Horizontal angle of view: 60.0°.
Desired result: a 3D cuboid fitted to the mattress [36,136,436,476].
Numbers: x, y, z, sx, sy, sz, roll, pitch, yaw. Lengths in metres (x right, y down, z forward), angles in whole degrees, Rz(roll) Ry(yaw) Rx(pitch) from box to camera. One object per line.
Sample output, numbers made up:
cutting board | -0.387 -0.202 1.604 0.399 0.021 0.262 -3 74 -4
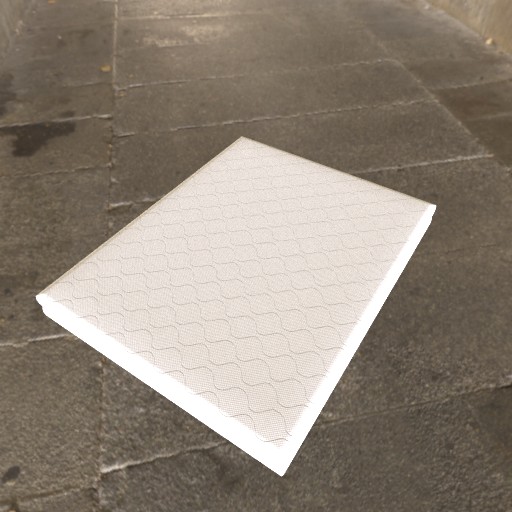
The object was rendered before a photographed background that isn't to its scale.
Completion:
mattress | 0.000 0.000 2.772 1.600 0.200 2.000 25 51 23
